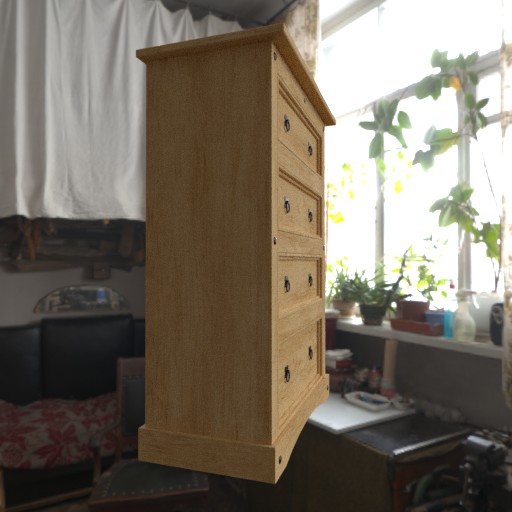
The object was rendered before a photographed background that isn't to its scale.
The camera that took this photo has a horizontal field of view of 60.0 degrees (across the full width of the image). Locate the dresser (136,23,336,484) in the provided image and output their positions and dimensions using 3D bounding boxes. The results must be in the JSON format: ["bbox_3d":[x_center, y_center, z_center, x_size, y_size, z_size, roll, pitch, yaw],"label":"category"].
[{"bbox_3d":[0.000,0.000,1.740,0.485,1.300,0.915,0,-1,19],"label":"dresser"}]
